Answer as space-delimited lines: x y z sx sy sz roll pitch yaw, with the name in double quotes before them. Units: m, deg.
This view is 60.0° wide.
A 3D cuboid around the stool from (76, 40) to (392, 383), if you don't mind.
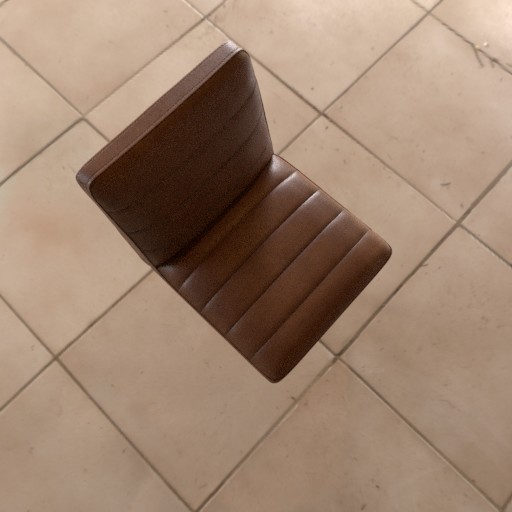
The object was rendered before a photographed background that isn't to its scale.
"stool" 0.000 0.000 1.252 0.556 0.940 0.458 42 79 11
